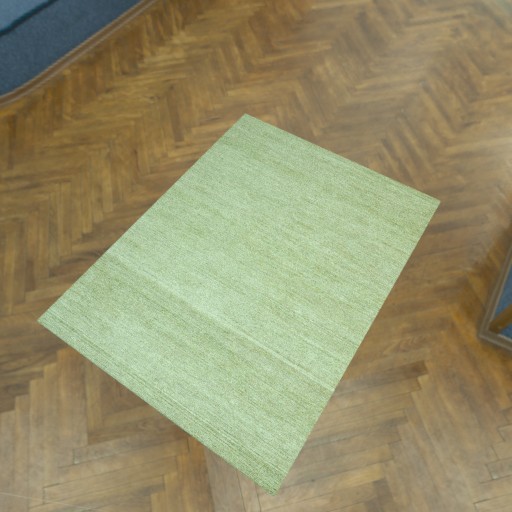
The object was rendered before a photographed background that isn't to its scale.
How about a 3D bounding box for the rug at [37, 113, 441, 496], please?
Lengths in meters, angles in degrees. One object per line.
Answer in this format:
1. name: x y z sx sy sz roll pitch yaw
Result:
1. rug: 0.000 0.000 4.185 2.425 0.016 3.198 29 62 17
